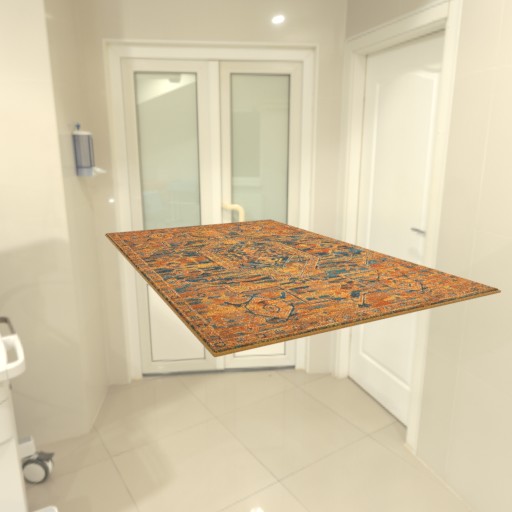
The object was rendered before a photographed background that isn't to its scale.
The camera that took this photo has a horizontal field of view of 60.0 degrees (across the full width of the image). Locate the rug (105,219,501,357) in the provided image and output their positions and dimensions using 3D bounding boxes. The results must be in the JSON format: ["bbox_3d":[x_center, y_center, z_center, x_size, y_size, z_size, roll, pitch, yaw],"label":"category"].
[{"bbox_3d":[0.000,0.000,1.050,0.557,0.008,0.863,-7,16,-26],"label":"rug"}]
